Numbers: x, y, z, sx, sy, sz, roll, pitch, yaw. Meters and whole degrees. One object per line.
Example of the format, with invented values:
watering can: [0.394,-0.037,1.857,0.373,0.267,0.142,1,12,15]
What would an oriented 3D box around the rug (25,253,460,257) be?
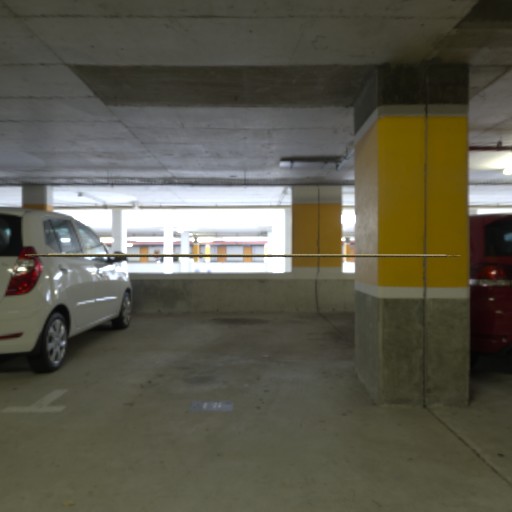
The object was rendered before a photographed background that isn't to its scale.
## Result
rug: [0.000,0.000,2.708,2.438,0.021,0.729,0,0,-18]
